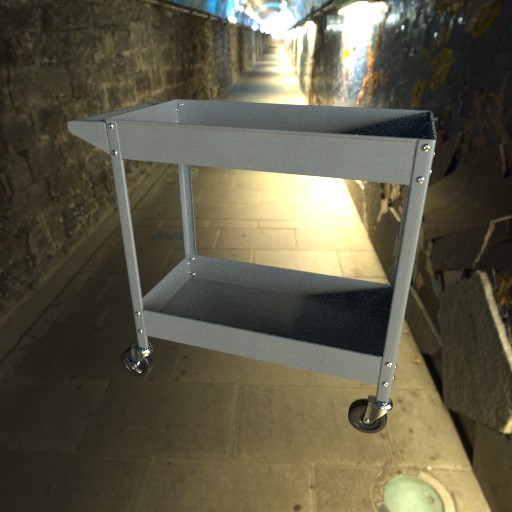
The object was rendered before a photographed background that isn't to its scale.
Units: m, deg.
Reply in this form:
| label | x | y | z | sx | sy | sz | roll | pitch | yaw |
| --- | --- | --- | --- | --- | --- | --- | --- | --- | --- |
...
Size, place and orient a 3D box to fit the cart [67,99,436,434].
| label | x | y | z | sx | sy | sz | roll | pitch | yaw |
| --- | --- | --- | --- | --- | --- | --- | --- | --- | --- |
| cart | 0.000 | 0.000 | 1.163 | 0.779 | 0.719 | 0.366 | 8 | 28 | 16 |
